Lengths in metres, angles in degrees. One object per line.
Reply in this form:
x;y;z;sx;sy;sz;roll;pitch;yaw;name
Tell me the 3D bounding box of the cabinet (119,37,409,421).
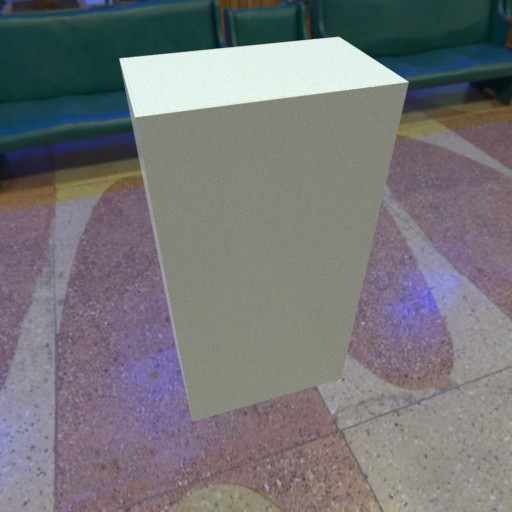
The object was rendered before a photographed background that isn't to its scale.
0.000;0.000;2.342;0.980;1.920;0.580;-12;43;-13;cabinet
